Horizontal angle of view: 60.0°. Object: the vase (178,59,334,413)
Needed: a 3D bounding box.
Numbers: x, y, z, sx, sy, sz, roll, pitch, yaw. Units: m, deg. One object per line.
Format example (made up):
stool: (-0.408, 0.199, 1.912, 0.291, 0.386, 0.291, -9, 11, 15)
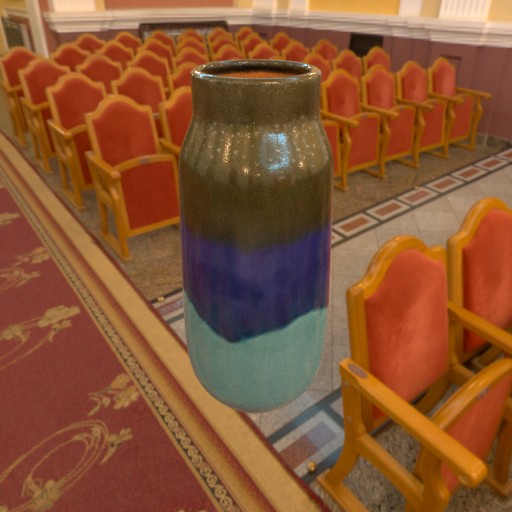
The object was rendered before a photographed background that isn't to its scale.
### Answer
vase: (0.000, 0.000, 0.395, 0.139, 0.313, 0.139, 0, 31, 0)
